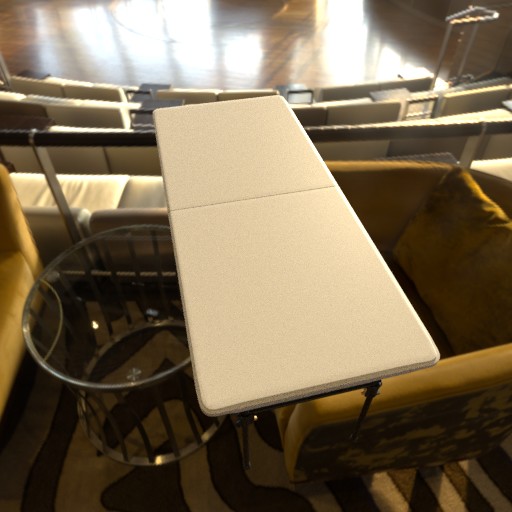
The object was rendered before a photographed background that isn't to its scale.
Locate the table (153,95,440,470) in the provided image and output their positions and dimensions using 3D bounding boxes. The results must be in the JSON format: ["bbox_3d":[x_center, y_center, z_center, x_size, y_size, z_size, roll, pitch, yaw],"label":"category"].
[{"bbox_3d":[0.000,0.000,2.175,0.761,0.719,1.829,-10,46,-9],"label":"table"}]
